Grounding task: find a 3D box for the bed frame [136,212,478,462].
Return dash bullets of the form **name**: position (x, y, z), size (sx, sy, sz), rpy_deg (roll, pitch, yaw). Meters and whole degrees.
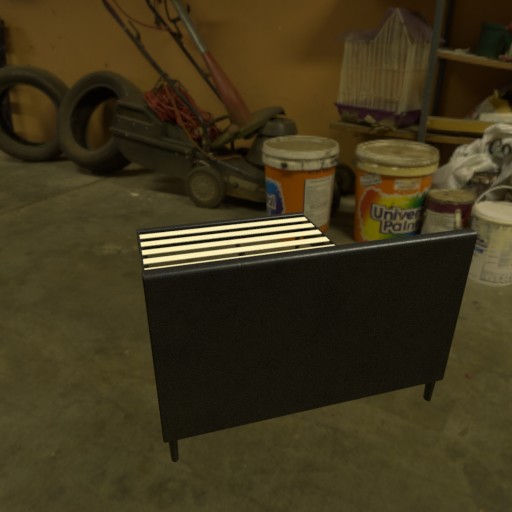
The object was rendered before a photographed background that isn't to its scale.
- **bed frame**: position (0.000, 0.000, 3.239), size (1.634, 1.127, 2.318), rpy_deg (-7, 27, -15)
